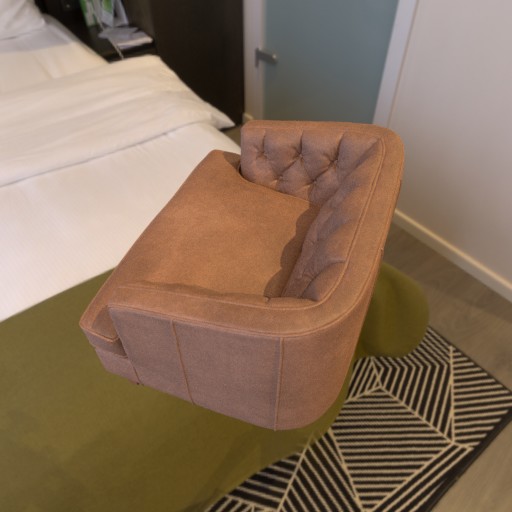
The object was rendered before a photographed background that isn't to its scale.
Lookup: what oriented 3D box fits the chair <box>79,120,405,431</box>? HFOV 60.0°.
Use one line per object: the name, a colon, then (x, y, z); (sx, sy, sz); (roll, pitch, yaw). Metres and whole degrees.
chair: (0.000, 0.000, 1.736); (0.914, 0.787, 1.118); (16, 49, 14)
